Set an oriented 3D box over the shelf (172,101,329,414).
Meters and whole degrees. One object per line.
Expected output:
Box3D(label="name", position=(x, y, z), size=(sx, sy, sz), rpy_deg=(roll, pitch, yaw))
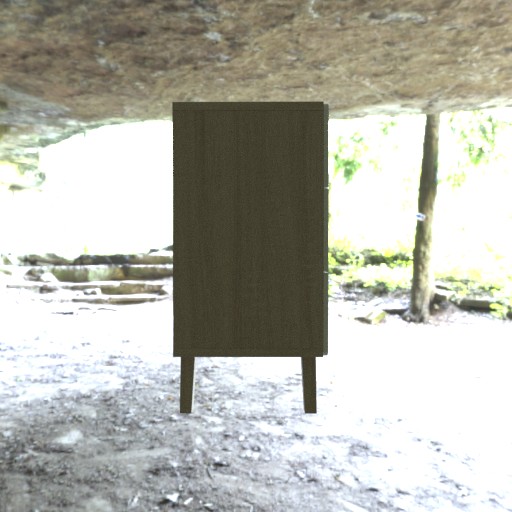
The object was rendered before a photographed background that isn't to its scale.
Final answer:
Box3D(label="shelf", position=(0.000, 0.000, 1.838), size=(0.400, 0.780, 1.490), rpy_deg=(0, 1, 0))
